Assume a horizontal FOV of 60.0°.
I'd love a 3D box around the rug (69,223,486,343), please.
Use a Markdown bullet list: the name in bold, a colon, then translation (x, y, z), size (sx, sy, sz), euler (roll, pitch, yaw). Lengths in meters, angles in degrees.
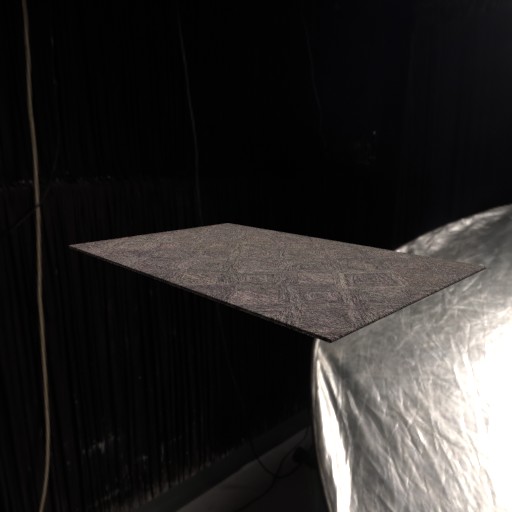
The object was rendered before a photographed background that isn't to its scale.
- **rug**: translation (0.000, 0.000, 2.867), size (1.501, 0.017, 2.298), euler (-12, 18, -43)
